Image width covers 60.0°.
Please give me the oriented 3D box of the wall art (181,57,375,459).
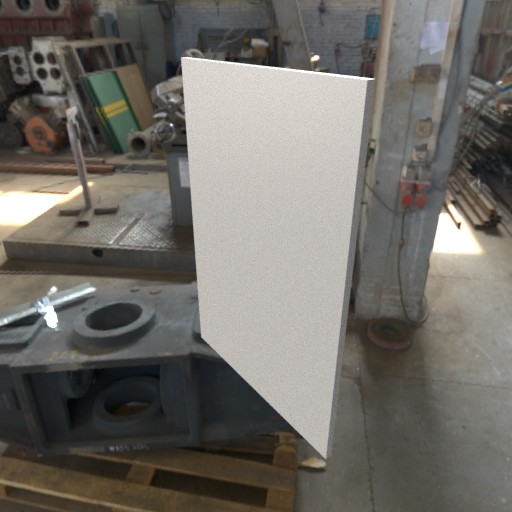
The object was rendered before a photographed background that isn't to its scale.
[{"bbox_3d":[0.000,0.000,0.599,0.010,0.474,0.325,-19,33,-32],"label":"wall art"}]
